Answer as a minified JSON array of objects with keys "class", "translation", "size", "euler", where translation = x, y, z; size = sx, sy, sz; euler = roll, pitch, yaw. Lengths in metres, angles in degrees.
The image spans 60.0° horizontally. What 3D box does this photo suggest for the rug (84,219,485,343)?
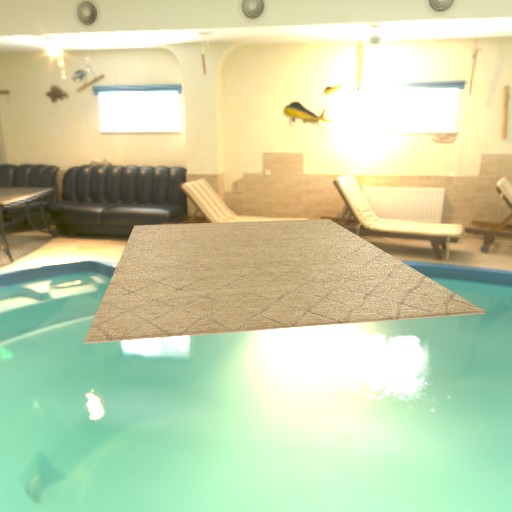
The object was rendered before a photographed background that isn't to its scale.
[{"class":"rug","translation":[0.000,0.000,4.041],"size":[2.420,0.019,3.038],"euler":[-3,16,-9]}]
